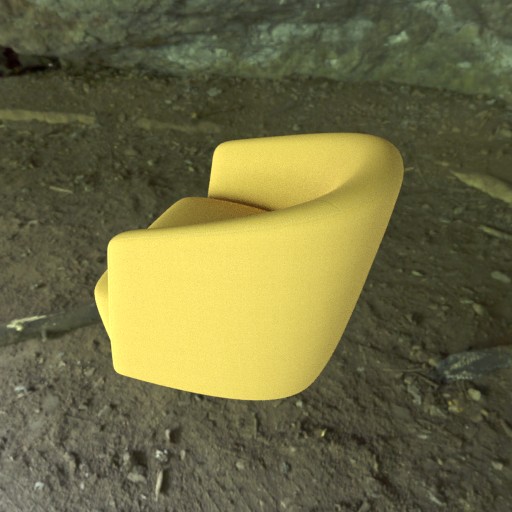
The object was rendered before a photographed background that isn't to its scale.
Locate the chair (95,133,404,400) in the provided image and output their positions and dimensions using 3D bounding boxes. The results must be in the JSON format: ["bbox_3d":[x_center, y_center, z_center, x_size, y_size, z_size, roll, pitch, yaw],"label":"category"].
[{"bbox_3d":[0.000,0.000,1.356,0.767,0.698,0.773,7,31,12],"label":"chair"}]
